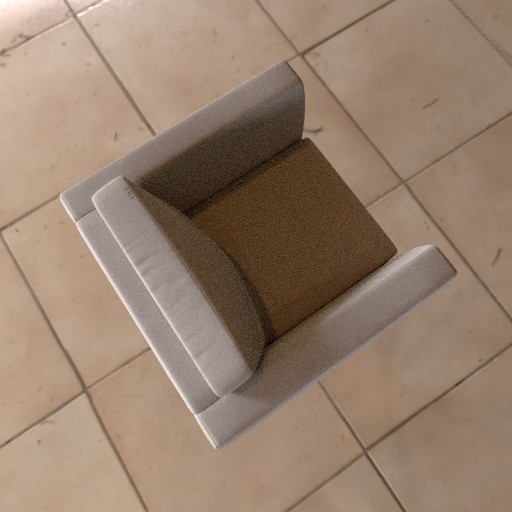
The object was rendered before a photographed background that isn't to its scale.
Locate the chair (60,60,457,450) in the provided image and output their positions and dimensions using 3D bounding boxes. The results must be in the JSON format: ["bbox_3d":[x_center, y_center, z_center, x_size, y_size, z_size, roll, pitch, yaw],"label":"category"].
[{"bbox_3d":[0.000,0.000,1.691,0.930,0.860,1.000,-34,79,-8],"label":"chair"}]
